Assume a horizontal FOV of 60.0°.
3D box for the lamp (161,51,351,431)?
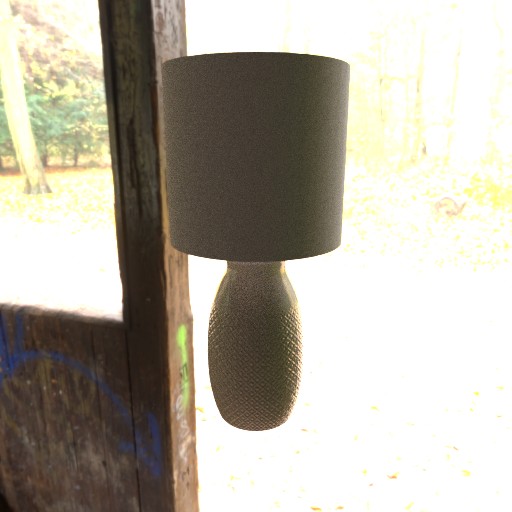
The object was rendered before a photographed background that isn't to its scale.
[{"bbox_3d":[0.000,0.000,0.576,0.217,0.453,0.217,-2,15,-9],"label":"lamp"}]
